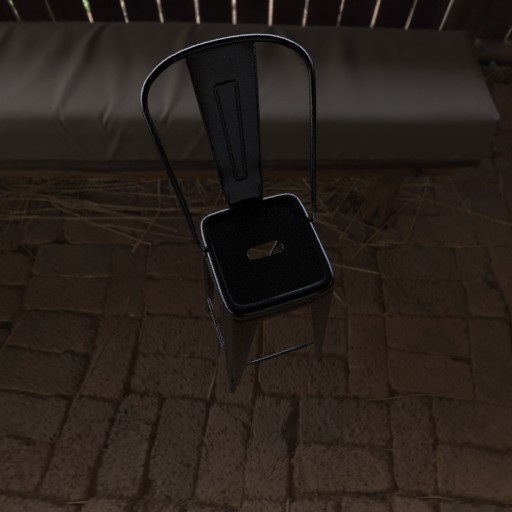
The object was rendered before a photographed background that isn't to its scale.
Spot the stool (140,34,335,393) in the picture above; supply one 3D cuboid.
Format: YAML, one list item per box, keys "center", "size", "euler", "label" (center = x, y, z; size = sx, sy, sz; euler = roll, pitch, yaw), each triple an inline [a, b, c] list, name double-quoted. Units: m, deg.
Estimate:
- center: [0.000, 0.000, 1.323]
  size: [0.399, 1.096, 0.513]
  euler: [-17, 64, -8]
  label: "stool"
